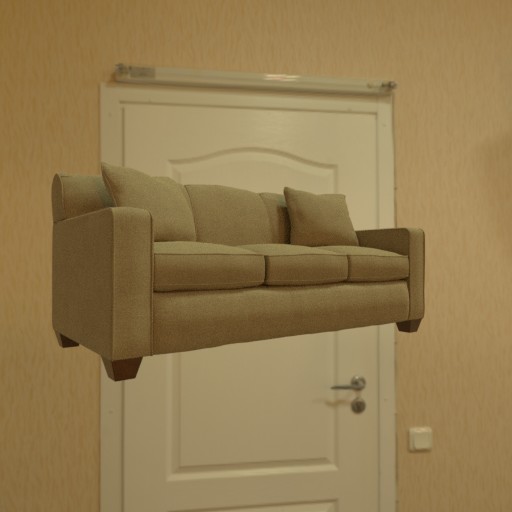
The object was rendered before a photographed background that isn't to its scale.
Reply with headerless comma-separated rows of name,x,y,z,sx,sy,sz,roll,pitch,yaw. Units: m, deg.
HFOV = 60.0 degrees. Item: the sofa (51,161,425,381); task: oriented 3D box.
sofa,0.000,0.000,2.586,2.024,0.958,0.997,0,-1,-37
